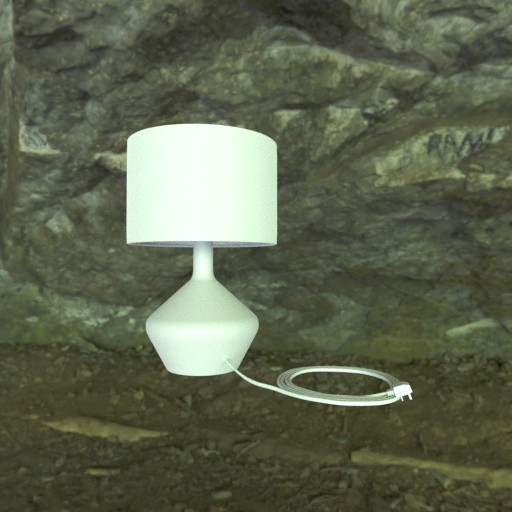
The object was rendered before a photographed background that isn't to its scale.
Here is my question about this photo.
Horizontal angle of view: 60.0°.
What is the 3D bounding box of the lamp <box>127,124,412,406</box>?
[{"bbox_3d":[0.000,0.000,0.848,0.401,0.457,0.546,1,-1,-36],"label":"lamp"}]
